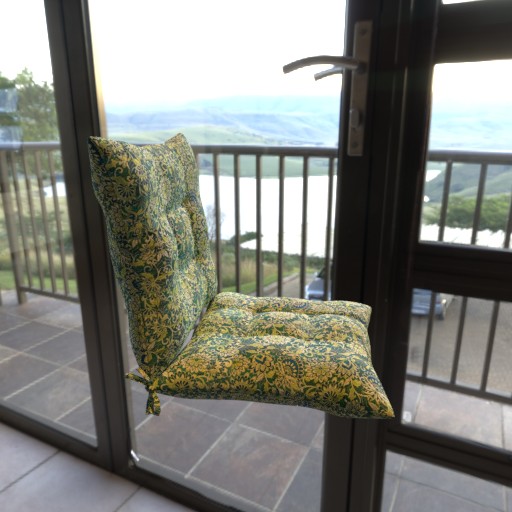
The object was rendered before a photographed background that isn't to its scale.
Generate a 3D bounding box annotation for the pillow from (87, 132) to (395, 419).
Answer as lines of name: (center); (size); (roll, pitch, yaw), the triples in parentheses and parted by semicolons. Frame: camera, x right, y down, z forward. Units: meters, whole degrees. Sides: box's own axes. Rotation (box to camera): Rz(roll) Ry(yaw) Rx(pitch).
pillow: (0.000, 0.000, 1.007); (0.585, 0.536, 0.541); (2, 16, 9)
